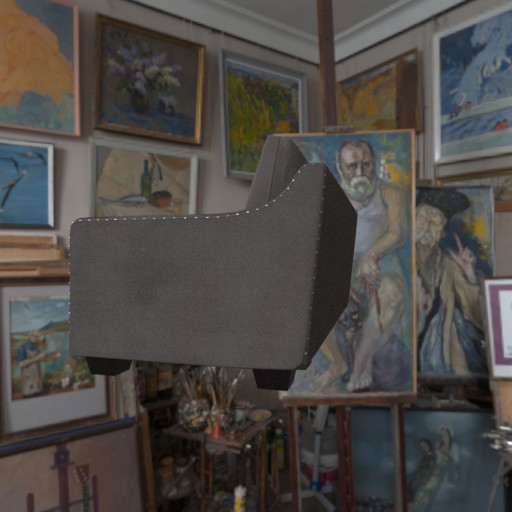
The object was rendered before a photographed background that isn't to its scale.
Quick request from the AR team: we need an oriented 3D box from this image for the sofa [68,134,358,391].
[{"bbox_3d":[0.000,0.000,3.270,1.336,1.196,2.550,0,0,16],"label":"sofa"}]
